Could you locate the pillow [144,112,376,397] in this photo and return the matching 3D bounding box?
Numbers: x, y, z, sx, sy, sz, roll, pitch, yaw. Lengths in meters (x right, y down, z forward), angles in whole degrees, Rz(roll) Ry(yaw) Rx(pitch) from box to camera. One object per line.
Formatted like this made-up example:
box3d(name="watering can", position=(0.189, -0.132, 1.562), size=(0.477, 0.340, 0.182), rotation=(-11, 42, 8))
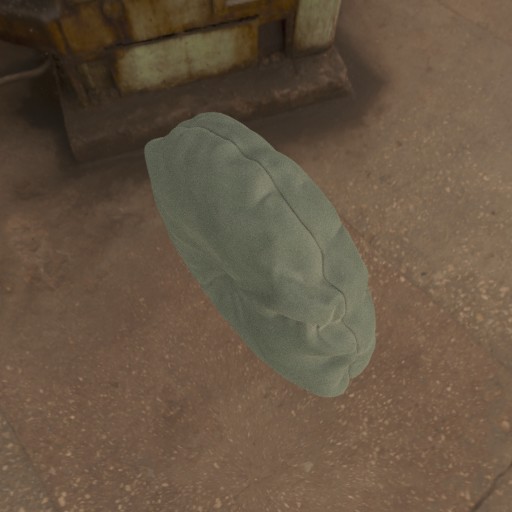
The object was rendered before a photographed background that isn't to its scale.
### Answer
box3d(name="pillow", position=(0.000, 0.000, 0.631), size=(0.148, 0.407, 0.428), rotation=(-35, 68, -16))
